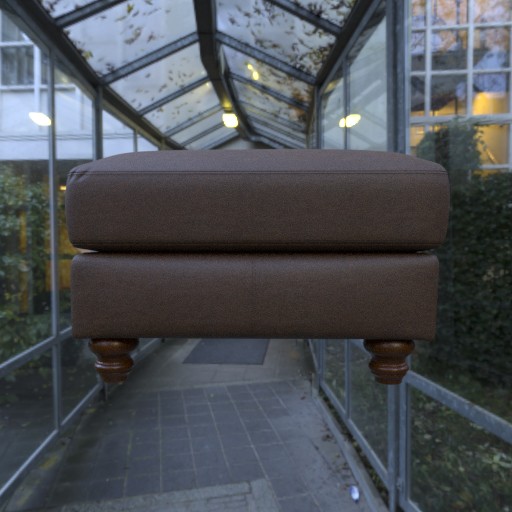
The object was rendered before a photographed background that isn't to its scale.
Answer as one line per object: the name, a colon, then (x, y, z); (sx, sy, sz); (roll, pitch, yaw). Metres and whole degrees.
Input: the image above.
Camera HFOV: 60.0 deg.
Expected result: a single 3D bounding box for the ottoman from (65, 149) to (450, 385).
ottoman: (0.000, 0.000, 1.167); (0.787, 0.508, 0.635); (0, 2, 1)
